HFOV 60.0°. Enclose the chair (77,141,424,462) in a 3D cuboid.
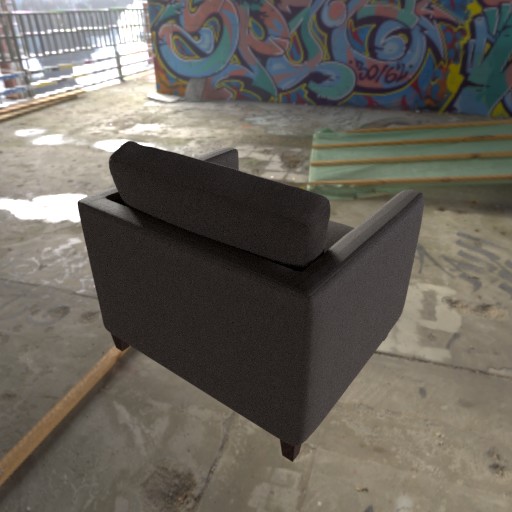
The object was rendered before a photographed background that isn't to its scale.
[{"bbox_3d":[0.000,0.000,1.910,1.107,0.963,0.959,21,36,31],"label":"chair"}]
